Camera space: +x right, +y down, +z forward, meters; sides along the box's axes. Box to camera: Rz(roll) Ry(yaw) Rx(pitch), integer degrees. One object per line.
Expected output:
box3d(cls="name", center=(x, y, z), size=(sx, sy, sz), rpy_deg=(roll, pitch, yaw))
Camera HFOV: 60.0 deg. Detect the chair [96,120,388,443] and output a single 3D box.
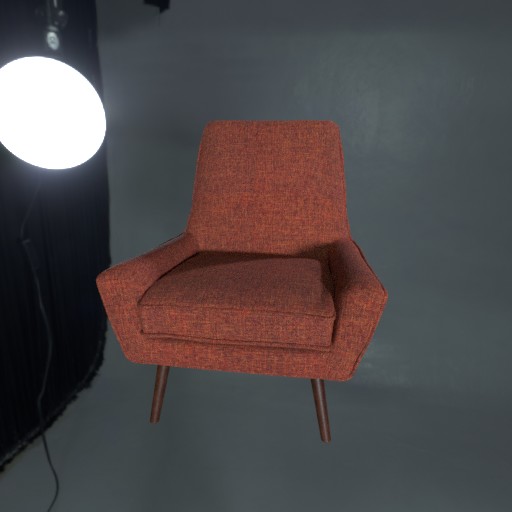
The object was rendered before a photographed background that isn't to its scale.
box3d(cls="chair", center=(0.000, 0.000, 1.534), size=(0.803, 0.911, 0.784), rpy_deg=(3, 16, 9))
